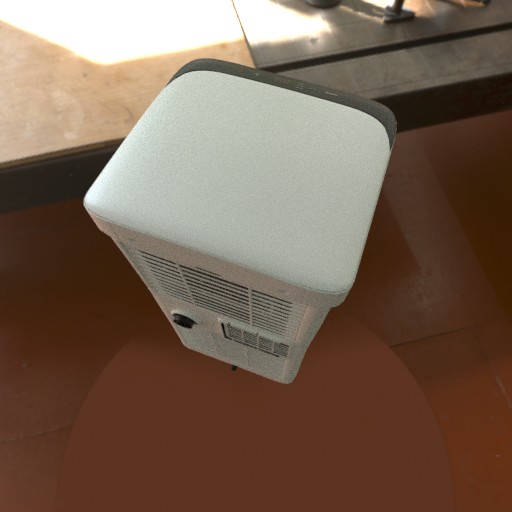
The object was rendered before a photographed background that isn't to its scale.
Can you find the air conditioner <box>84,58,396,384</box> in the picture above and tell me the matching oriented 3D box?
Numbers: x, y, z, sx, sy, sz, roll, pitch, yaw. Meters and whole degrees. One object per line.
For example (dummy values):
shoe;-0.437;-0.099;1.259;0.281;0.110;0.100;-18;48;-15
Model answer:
air conditioner;0.000;0.000;0.907;0.352;0.716;0.369;18;65;9
